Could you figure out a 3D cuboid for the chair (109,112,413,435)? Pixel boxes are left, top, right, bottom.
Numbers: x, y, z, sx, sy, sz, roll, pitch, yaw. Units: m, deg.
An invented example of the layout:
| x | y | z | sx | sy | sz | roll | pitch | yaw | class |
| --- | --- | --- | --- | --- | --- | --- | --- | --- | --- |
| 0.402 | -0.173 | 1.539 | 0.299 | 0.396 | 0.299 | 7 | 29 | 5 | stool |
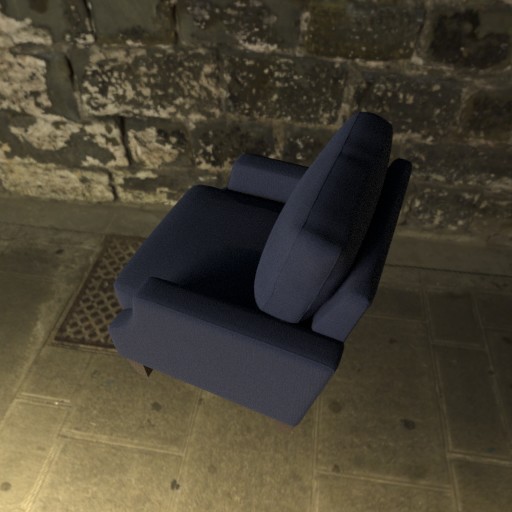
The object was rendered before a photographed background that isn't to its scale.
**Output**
| x | y | z | sx | sy | sz | roll | pitch | yaw | class |
| --- | --- | --- | --- | --- | --- | --- | --- | --- | --- |
| 0.000 | 0.000 | 1.658 | 0.897 | 0.991 | 0.855 | 17 | 49 | 15 | chair |
